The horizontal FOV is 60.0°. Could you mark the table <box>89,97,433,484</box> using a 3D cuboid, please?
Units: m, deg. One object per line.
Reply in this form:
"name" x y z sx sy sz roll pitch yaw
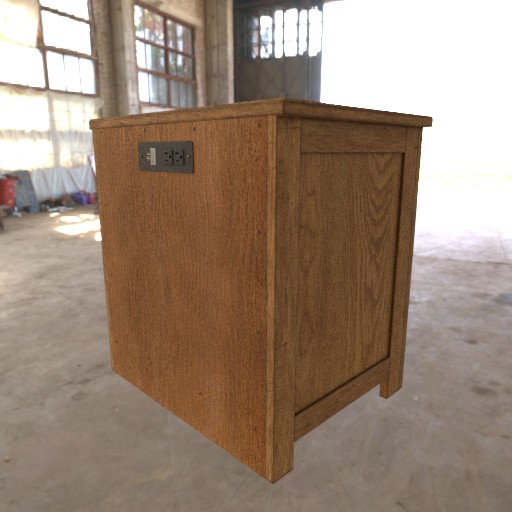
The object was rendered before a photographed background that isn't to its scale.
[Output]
"table" 0.000 0.000 1.050 0.494 0.625 0.601 -13 18 -43
